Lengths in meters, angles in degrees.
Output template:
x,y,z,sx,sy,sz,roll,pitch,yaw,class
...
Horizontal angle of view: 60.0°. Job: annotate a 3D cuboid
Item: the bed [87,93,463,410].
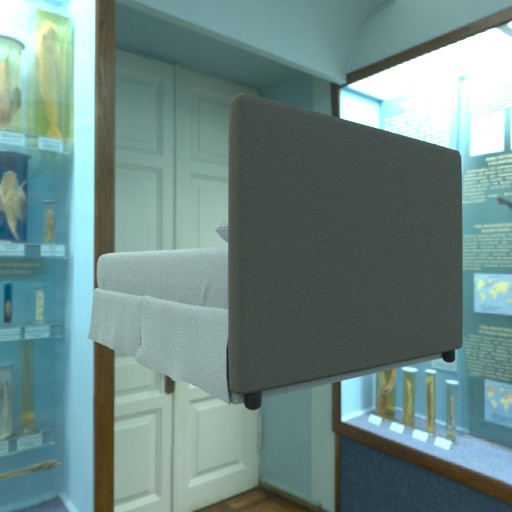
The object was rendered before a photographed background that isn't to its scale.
x,y,z,sx,sy,sz,roll,pitch,yaw,class
0.000,0.000,3.129,1.748,1.330,2.142,1,-1,-36,bed
